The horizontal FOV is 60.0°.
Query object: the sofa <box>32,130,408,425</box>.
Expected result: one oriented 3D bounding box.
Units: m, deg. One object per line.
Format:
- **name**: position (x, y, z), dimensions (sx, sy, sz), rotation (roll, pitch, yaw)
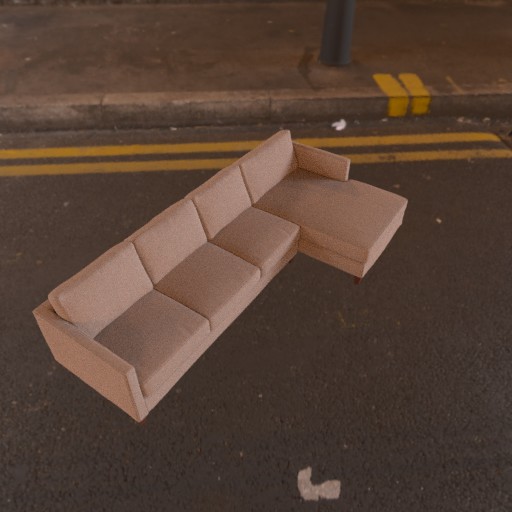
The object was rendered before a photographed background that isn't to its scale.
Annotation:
- **sofa**: position (0.000, 0.000, 3.871), dimensions (1.625, 0.861, 3.186), rotation (25, 47, 25)
